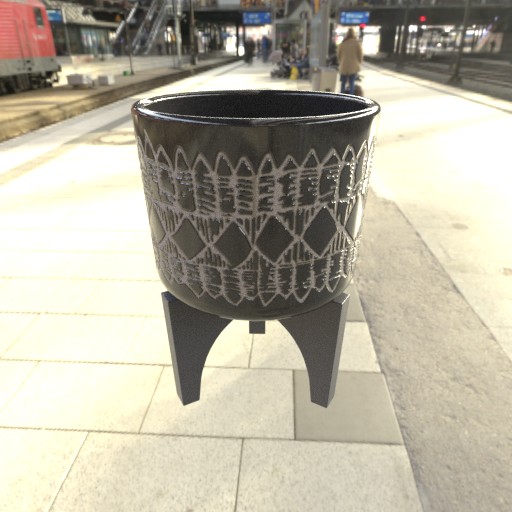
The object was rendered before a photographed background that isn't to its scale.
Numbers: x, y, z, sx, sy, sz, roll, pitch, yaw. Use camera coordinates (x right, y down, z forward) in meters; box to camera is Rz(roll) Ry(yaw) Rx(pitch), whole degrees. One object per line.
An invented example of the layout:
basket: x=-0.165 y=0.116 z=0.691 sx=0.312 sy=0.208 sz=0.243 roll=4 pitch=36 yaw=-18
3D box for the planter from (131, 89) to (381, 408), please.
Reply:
planter: x=0.000 y=0.000 z=0.533 sx=0.251 sy=0.355 sz=0.251 roll=1 pitch=26 yaw=1
